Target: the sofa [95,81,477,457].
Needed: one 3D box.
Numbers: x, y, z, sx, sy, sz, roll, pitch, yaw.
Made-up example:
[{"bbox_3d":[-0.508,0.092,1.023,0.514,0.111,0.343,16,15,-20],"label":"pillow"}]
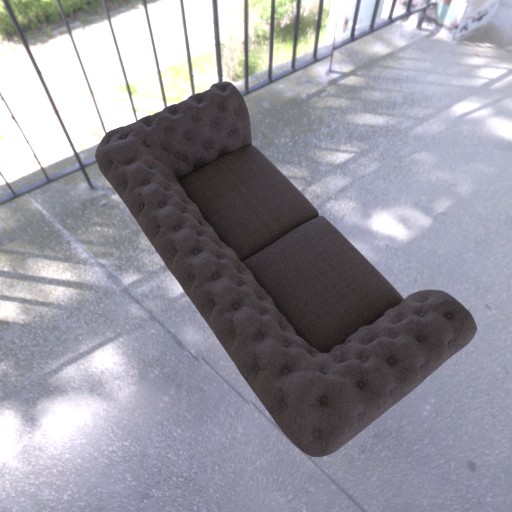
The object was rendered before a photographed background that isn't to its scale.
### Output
[{"bbox_3d":[0.000,0.000,2.446,0.944,0.780,2.048,-31,63,-18],"label":"sofa"}]
